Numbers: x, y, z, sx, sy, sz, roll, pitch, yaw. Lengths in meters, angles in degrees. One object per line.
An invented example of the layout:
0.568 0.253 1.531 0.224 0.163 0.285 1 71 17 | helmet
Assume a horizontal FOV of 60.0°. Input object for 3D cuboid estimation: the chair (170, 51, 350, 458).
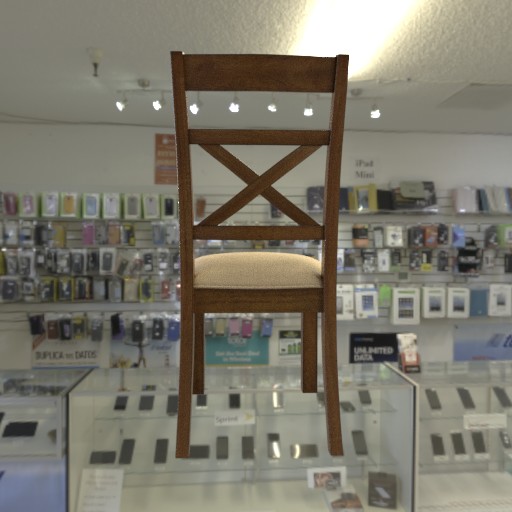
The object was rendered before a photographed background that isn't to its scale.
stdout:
0.000 0.000 1.287 0.461 0.949 0.581 0 1 -2 | chair
